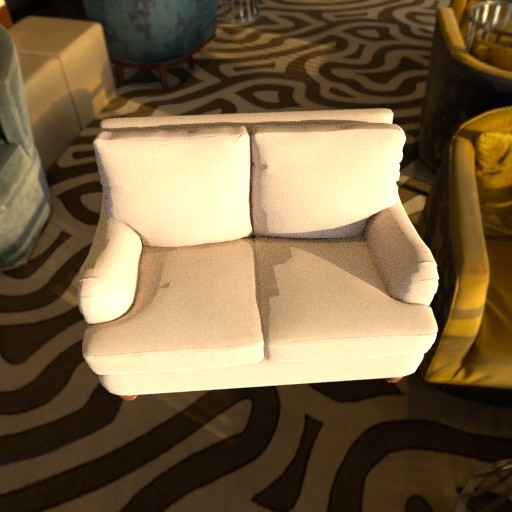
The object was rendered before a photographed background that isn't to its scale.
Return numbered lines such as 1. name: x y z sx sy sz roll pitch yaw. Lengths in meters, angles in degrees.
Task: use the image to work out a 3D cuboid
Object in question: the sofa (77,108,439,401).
1. sofa: 0.000 0.000 2.147 1.508 1.048 1.087 -3 47 -3
